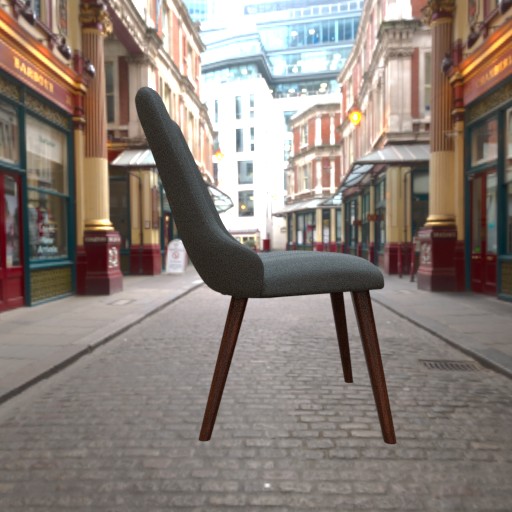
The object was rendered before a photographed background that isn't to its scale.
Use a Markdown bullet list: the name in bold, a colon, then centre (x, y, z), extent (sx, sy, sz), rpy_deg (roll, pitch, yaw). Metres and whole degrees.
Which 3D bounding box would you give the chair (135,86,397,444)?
- **chair**: centre (0.000, 0.000, 1.343), extent (0.707, 0.918, 0.535), rpy_deg (0, 1, 1)
